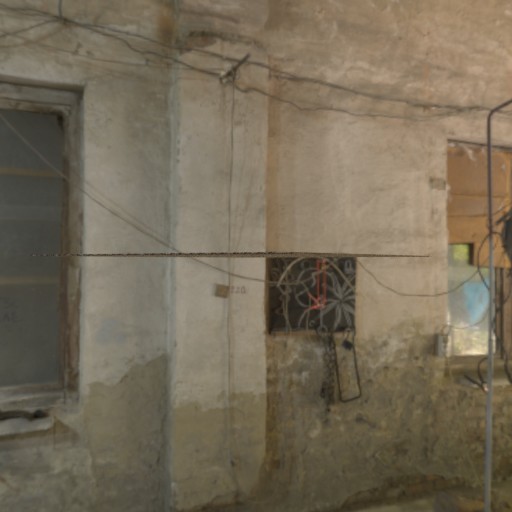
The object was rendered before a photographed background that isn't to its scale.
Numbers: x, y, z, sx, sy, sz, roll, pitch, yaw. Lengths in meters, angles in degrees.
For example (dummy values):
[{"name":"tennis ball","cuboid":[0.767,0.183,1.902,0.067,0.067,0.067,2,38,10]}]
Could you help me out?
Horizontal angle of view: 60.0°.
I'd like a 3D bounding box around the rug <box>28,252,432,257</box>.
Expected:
[{"name":"rug","cuboid":[0.000,0.000,4.159,2.437,0.010,3.056,0,-1,35]}]
